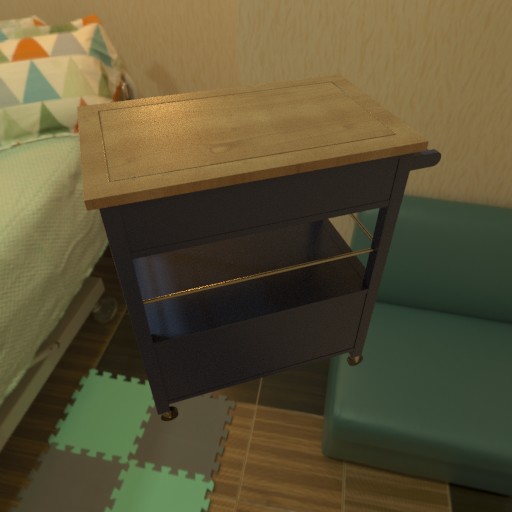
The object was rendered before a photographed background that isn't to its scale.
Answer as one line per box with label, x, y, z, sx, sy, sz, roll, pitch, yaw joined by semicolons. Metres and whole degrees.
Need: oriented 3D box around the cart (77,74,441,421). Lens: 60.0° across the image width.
cart;0.000;0.000;1.400;0.840;0.901;0.459;-12;43;-14
